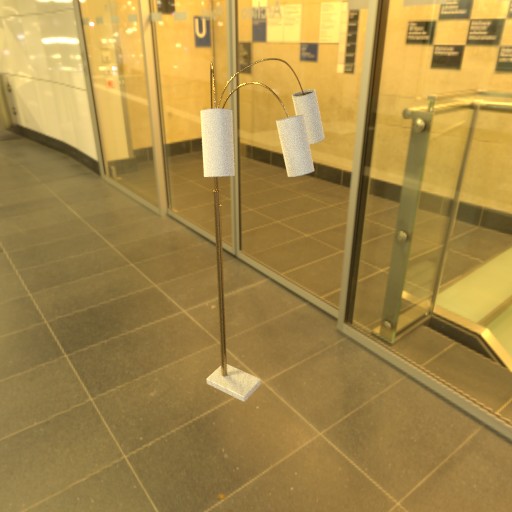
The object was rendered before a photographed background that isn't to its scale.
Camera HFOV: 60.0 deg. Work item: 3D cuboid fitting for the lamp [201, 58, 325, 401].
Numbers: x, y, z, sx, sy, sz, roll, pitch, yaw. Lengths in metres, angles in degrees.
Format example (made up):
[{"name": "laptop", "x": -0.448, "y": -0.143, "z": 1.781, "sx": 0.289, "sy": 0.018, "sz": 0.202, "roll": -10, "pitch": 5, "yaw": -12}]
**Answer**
[{"name": "lamp", "x": 0.000, "y": 0.000, "z": 2.540, "sx": 0.667, "sy": 2.055, "sz": 1.020, "roll": 16, "pitch": 30, "yaw": 29}]
